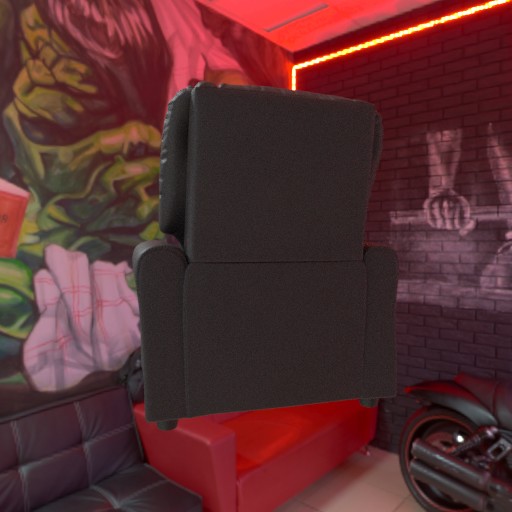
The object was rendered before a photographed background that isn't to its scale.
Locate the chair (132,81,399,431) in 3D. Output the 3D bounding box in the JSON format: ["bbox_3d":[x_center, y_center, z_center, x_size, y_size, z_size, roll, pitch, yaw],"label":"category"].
[{"bbox_3d":[0.000,0.000,1.139,0.610,0.709,0.521,0,2,-16],"label":"chair"}]
